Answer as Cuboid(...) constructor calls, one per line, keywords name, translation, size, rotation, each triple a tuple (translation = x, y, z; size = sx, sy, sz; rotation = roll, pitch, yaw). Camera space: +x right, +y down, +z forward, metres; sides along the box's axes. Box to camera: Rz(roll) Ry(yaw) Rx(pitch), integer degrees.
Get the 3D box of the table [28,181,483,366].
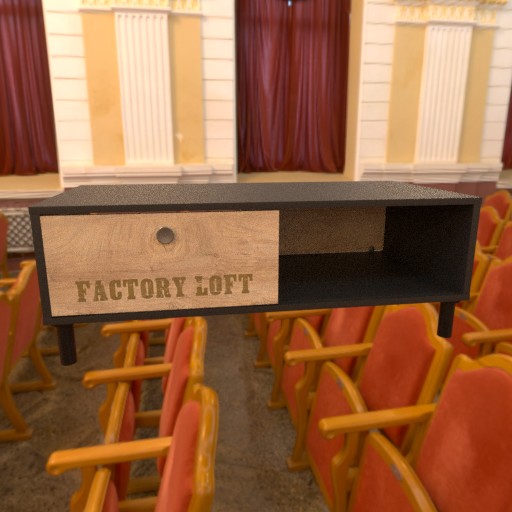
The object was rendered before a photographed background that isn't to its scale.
Cuboid(name="table", translation=(0.000, 0.000, 1.360), size=(1.100, 0.400, 0.550), rotation=(-2, 15, -9))
